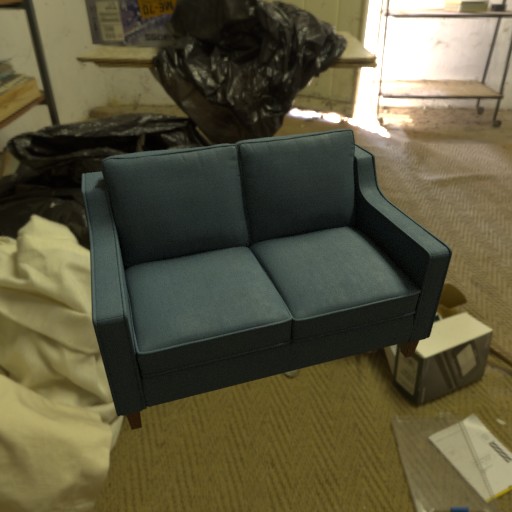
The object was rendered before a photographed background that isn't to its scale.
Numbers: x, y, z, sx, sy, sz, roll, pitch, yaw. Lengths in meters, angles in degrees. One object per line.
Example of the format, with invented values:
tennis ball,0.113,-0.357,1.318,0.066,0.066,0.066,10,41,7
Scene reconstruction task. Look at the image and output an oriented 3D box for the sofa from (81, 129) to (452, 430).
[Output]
sofa,0.000,0.000,2.186,1.501,0.971,0.987,-10,34,-15
